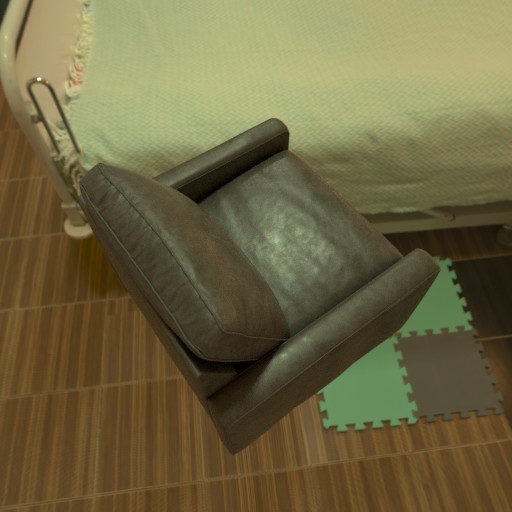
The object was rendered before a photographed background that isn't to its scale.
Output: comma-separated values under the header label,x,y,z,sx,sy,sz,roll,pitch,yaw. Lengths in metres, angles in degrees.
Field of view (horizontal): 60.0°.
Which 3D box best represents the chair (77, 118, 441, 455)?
label,x,y,z,sx,sy,sz,roll,pitch,yaw
chair,0.000,0.000,1.730,0.939,0.916,1.006,-32,63,-18
